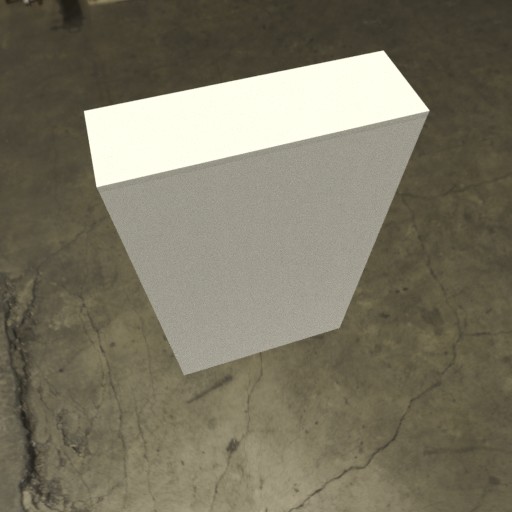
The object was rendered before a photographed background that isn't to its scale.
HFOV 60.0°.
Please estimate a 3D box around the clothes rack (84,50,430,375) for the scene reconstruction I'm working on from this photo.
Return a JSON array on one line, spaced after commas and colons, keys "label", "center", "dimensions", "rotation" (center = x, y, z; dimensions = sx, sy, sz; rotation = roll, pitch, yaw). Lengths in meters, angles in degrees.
[{"label": "clothes rack", "center": [0.000, 0.000, 1.556], "dimensions": [0.750, 1.280, 0.250], "rotation": [-15, 60, -9]}]
